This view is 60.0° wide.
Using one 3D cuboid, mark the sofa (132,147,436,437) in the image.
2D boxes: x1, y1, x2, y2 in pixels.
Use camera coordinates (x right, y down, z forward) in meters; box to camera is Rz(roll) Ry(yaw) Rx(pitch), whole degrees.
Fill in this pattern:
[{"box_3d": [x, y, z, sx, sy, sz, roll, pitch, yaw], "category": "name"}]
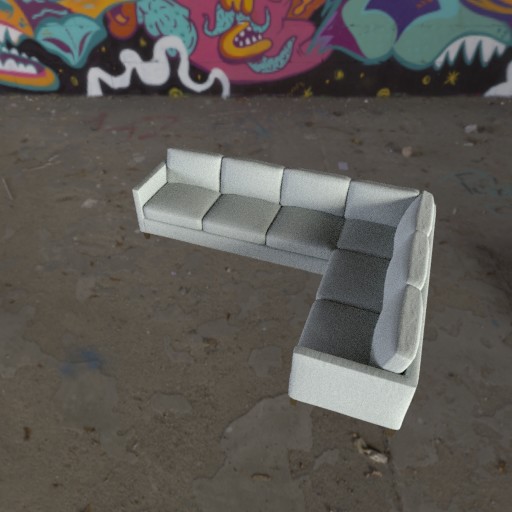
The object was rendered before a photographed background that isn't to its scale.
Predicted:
[{"box_3d": [0.000, 0.000, 4.567, 3.333, 0.934, 2.522, 13, 42, 15], "category": "sofa"}]
